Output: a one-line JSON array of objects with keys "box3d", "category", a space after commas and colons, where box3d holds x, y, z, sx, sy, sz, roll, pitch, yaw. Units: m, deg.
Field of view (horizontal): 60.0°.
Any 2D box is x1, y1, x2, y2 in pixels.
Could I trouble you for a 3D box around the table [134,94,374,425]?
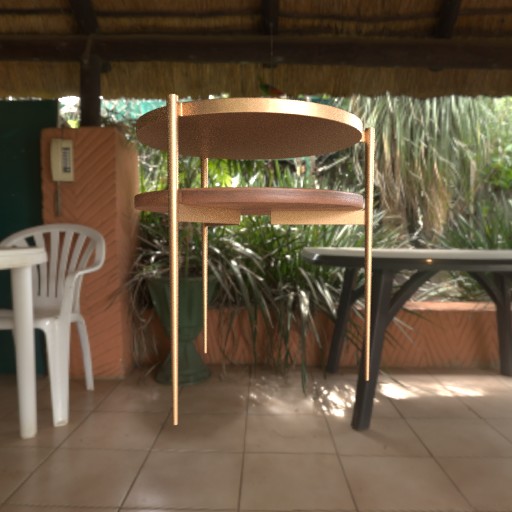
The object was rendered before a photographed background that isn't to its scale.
[{"box3d": [0.000, 0.000, 0.865, 0.456, 0.493, 0.430, 0, 3, 0], "category": "table"}]
